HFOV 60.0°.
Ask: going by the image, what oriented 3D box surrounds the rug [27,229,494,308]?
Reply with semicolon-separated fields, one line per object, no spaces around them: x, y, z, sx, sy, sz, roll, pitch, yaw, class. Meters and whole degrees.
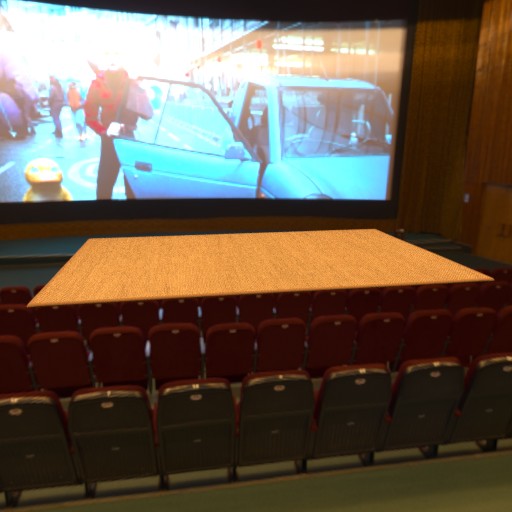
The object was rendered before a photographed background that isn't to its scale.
0.000;0.000;2.053;1.668;0.012;1.061;-2;14;-10;rug
